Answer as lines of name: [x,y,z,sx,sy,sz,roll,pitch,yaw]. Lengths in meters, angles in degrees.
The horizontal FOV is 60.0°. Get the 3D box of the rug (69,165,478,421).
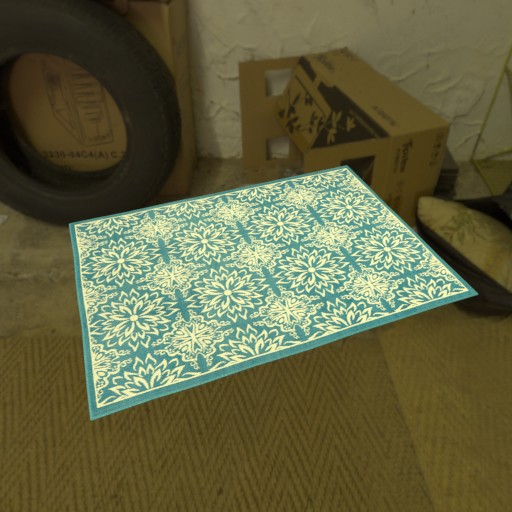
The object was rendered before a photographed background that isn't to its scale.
rug: [0.000,0.000,2.848,2.205,0.012,1.554,-14,44,-15]
